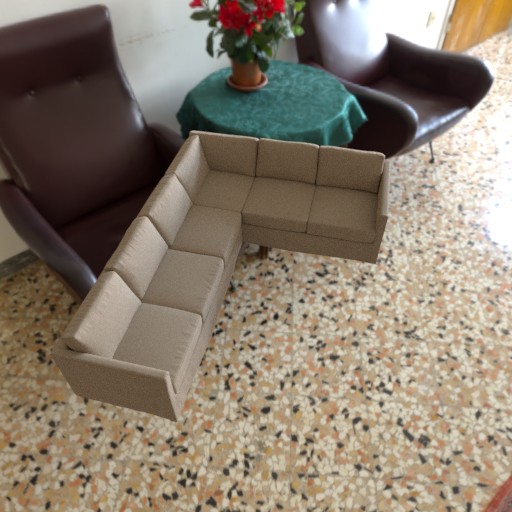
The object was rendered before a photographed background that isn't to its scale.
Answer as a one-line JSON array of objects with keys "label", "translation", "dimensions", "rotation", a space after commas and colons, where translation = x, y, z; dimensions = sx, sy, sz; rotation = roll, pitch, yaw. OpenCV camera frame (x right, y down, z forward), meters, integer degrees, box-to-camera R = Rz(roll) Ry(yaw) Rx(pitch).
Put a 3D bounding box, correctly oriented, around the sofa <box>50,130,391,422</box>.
[{"label": "sofa", "translation": [0.000, 0.000, 4.352], "dimensions": [2.432, 0.871, 3.182], "rotation": [10, 47, 9]}]
